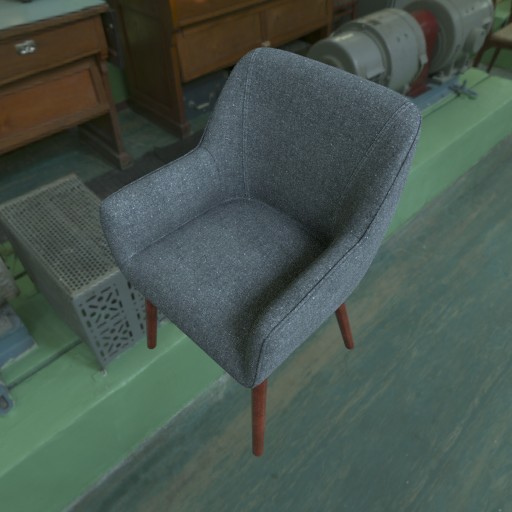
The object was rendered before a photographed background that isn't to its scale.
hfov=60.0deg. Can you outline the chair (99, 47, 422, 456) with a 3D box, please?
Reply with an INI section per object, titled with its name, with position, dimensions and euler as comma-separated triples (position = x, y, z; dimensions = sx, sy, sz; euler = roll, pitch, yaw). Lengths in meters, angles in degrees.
[chair]
position = 0.000, 0.000, 1.115
dimensions = 0.543, 0.803, 0.519
euler = 35, 55, 29
